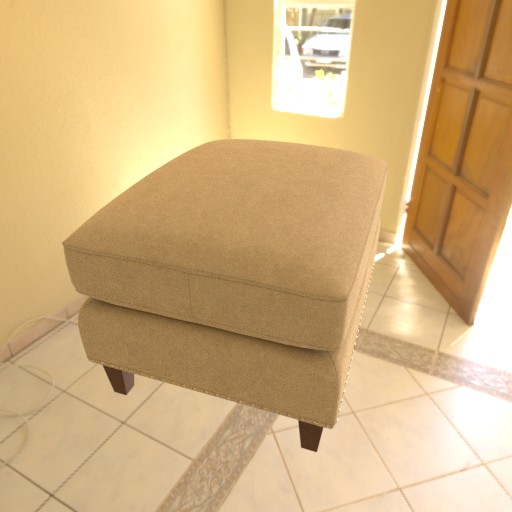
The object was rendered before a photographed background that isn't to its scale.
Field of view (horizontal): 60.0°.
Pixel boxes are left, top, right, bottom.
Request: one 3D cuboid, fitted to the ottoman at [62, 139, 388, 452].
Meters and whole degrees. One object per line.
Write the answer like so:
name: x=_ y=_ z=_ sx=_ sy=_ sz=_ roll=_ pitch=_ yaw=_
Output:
ottoman: x=0.000 y=0.000 z=1.172 sx=0.584 sy=0.513 sz=0.741 roll=10 pitch=32 yaw=17
